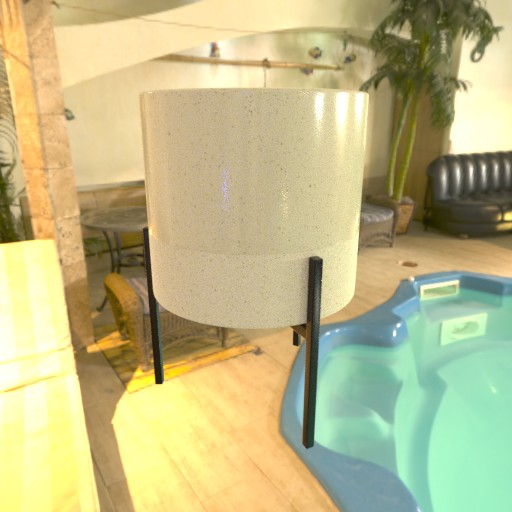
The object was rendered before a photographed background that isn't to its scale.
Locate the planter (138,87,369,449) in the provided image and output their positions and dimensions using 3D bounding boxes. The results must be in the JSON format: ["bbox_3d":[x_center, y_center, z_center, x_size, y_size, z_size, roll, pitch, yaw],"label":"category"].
[{"bbox_3d":[0.000,0.000,0.333,0.152,0.230,0.159,-9,20,-26],"label":"planter"}]
